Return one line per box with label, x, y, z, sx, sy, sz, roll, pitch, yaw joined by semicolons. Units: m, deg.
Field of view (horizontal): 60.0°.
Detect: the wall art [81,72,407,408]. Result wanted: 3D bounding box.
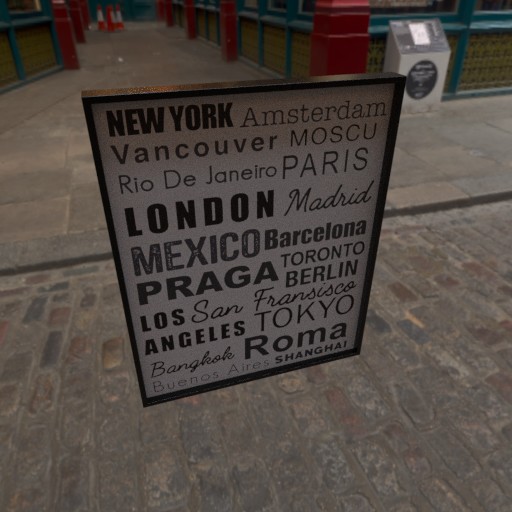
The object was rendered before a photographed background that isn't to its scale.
wall art;0.000;0.000;0.744;0.448;0.551;0.038;-10;33;-15
